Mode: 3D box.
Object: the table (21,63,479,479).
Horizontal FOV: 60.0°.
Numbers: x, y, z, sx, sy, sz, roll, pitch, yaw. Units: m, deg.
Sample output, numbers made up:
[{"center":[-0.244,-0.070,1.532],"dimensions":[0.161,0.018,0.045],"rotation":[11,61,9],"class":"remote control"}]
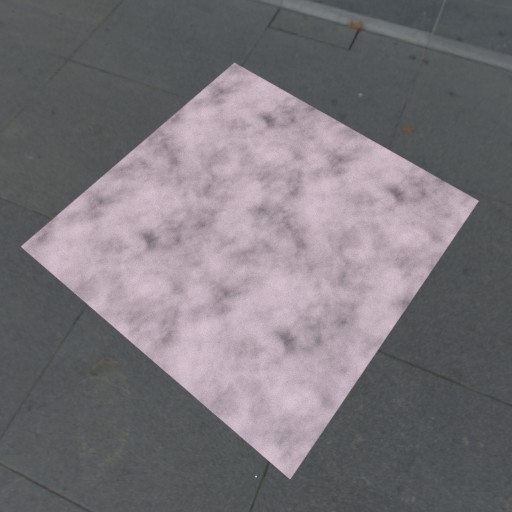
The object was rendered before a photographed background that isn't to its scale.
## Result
[{"center":[0.000,0.000,1.047],"dimensions":[0.670,0.305,0.670],"rotation":[35,69,16],"class":"table"}]
